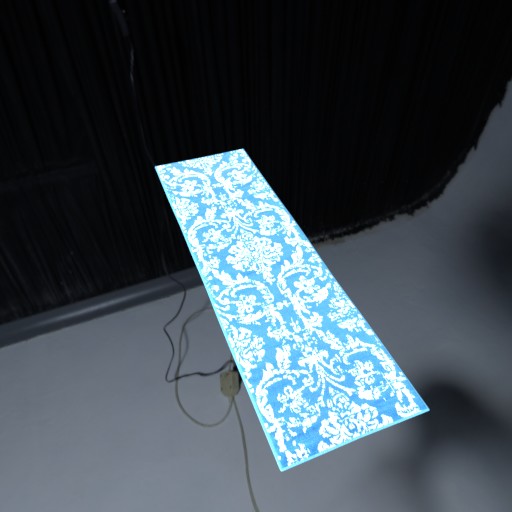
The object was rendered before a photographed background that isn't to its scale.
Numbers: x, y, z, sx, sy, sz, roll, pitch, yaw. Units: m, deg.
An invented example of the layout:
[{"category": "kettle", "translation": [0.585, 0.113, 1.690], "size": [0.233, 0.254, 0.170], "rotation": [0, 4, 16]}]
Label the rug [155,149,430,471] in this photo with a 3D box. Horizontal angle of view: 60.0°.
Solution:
[{"category": "rug", "translation": [0.000, 0.000, 2.451], "size": [0.662, 0.011, 2.196], "rotation": [-15, 46, -15]}]
